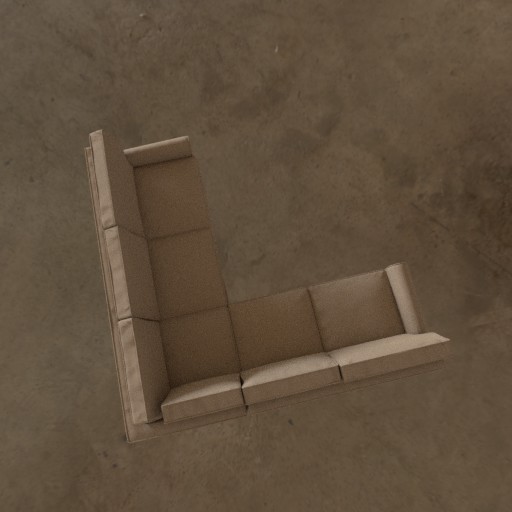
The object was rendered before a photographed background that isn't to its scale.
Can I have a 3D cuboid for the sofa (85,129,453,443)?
[{"bbox_3d":[0.000,0.000,4.234,2.730,1.124,2.733,-12,76,-3],"label":"sofa"}]
